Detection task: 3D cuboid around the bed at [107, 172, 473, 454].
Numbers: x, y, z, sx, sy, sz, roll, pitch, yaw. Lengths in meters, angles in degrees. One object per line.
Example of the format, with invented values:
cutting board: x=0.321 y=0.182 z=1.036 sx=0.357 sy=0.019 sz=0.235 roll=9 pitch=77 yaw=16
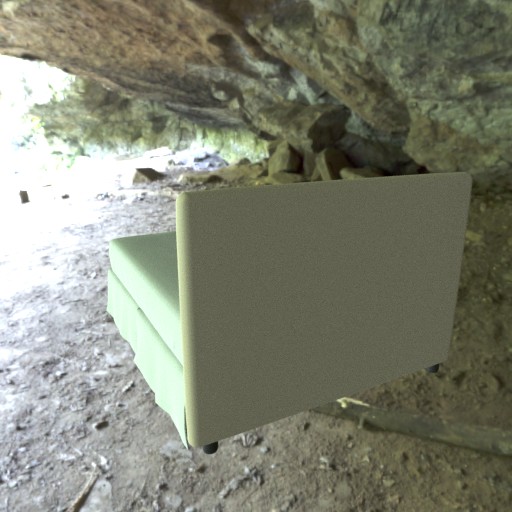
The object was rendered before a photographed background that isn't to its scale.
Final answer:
bed: x=0.000 y=0.000 z=3.276 sx=1.884 sy=1.330 sz=2.142 roll=-9 pitch=18 yaw=-27
